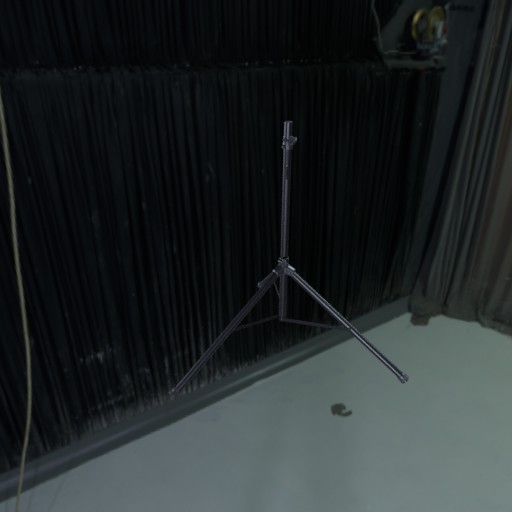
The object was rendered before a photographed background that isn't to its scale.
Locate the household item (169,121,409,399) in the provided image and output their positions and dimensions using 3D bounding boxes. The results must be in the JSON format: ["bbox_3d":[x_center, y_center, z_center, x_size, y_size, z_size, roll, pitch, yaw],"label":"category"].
[{"bbox_3d":[0.000,0.000,2.781,1.339,1.595,1.596,-17,31,-32],"label":"household item"}]
